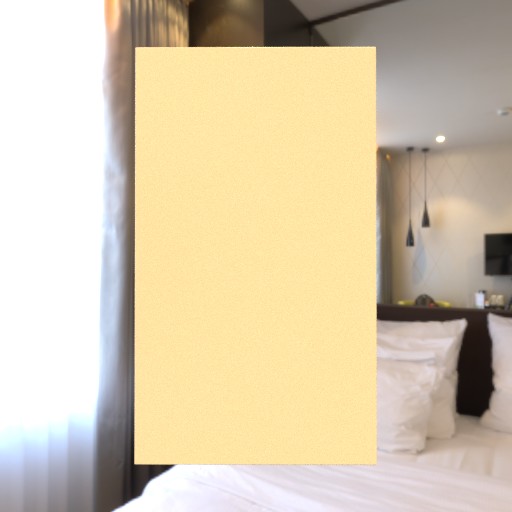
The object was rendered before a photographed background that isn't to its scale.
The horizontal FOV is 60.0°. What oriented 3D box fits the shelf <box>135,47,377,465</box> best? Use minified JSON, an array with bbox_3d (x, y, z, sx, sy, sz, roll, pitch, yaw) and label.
[{"bbox_3d":[0.000,0.000,0.782,0.350,0.600,0.290,0,0,0],"label":"shelf"}]
